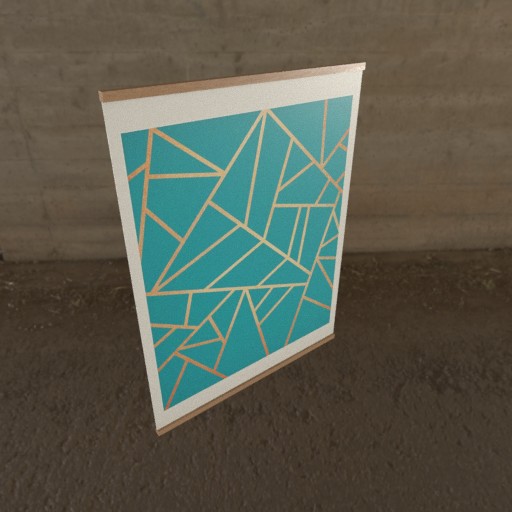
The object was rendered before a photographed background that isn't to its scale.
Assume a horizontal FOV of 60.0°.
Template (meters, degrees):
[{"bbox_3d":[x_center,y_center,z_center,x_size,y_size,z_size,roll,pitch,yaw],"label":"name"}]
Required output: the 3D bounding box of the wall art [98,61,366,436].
[{"bbox_3d":[0.000,0.000,0.793,0.459,0.608,0.012,-21,36,-31],"label":"wall art"}]
